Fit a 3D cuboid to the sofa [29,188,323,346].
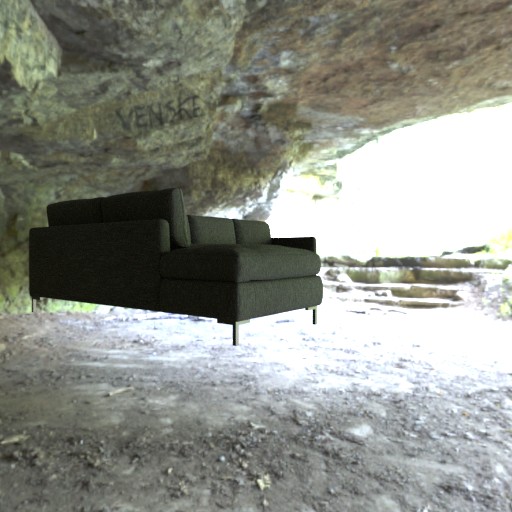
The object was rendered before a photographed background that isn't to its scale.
[{"bbox_3d":[0.000,0.000,3.792,2.007,0.815,2.949,0,1,37],"label":"sofa"}]
